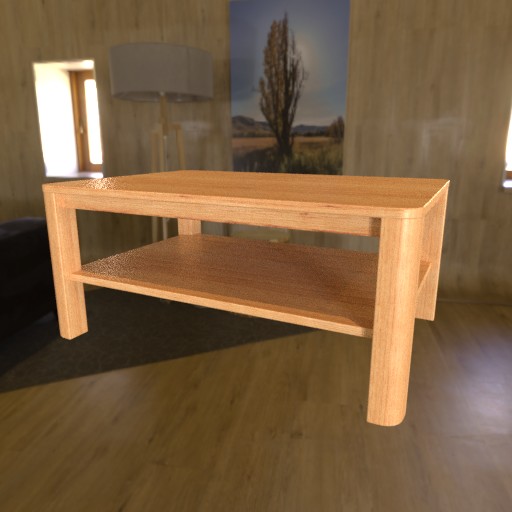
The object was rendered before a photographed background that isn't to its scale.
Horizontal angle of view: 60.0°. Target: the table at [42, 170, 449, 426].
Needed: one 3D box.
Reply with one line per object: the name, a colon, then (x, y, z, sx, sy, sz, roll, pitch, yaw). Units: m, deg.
table: (0.000, 0.000, 1.344, 0.997, 0.445, 0.696, 7, 16, 26)
